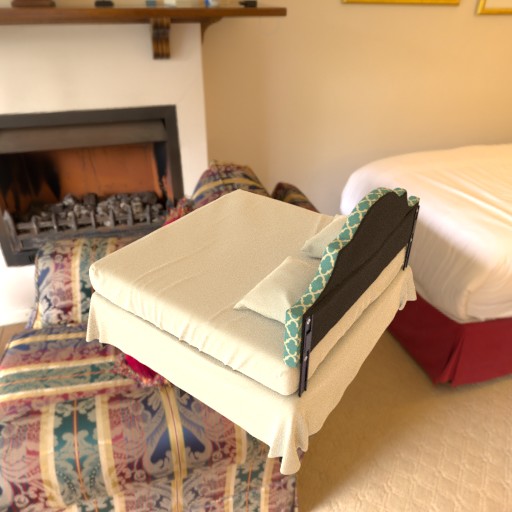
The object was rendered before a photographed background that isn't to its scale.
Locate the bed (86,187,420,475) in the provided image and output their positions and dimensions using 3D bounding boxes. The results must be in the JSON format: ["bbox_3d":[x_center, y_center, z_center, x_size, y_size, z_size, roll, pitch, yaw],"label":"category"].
[{"bbox_3d":[0.000,0.000,3.751,2.222,1.601,2.314,21,37,30],"label":"bed"}]
